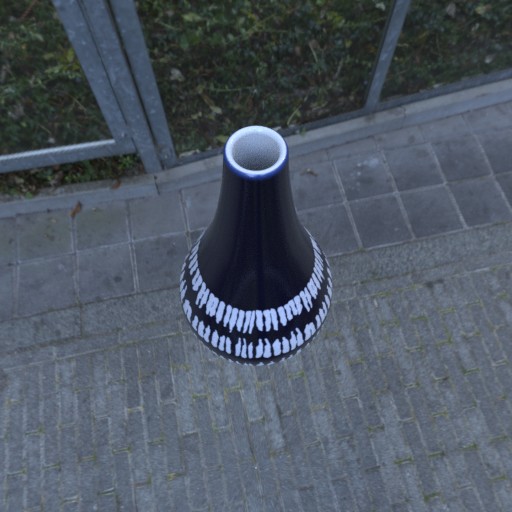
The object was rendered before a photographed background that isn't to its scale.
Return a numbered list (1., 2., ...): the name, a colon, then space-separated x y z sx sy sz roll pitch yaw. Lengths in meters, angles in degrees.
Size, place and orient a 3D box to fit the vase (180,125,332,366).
1. vase: 0.000 0.000 0.396 0.159 0.295 0.159 0 64 0
